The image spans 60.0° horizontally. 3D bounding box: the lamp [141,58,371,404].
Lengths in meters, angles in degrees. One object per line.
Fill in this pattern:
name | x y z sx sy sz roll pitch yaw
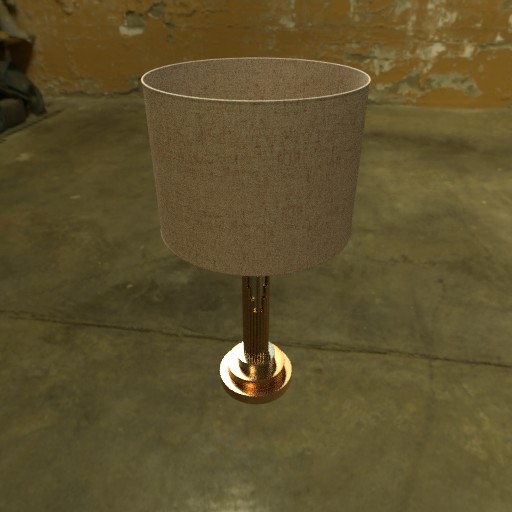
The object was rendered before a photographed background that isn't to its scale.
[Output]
lamp | 0.000 0.000 0.795 0.321 0.610 0.321 -21 38 -30
